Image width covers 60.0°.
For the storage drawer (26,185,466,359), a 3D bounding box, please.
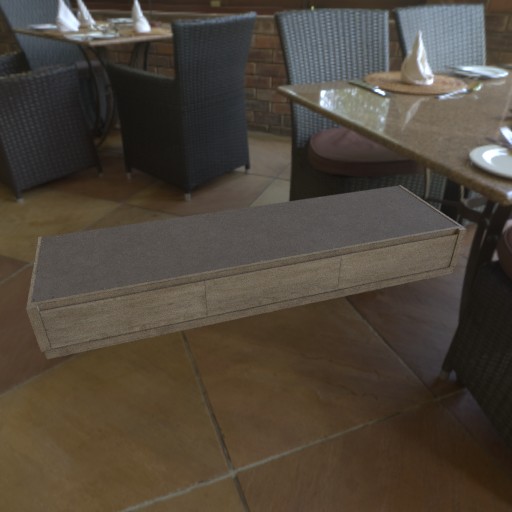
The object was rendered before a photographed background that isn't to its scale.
[{"bbox_3d":[0.000,0.000,2.302,2.072,0.274,0.591,-10,34,-15],"label":"storage drawer"}]
